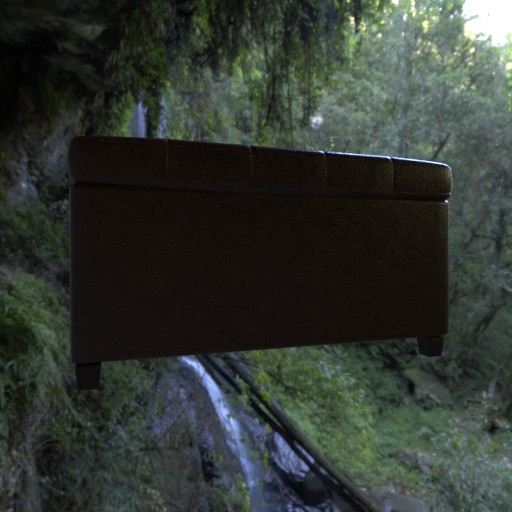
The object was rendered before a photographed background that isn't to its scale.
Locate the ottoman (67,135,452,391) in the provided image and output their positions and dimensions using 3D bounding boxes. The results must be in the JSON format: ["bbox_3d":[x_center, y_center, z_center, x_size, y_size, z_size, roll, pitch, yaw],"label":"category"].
[{"bbox_3d":[0.000,0.000,1.101,0.838,0.470,0.432,0,1,-19],"label":"ottoman"}]
